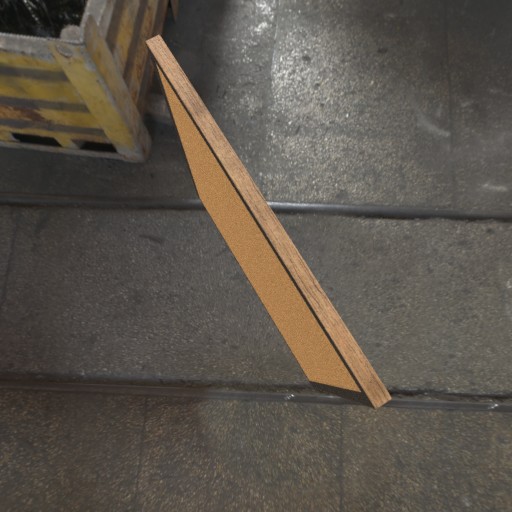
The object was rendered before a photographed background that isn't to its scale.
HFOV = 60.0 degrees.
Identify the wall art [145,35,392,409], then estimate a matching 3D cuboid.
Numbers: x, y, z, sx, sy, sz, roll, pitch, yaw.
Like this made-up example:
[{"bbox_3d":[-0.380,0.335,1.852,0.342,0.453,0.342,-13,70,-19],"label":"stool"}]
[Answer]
[{"bbox_3d":[0.000,0.000,1.022,0.029,0.691,0.695,-30,78,-7],"label":"wall art"}]
